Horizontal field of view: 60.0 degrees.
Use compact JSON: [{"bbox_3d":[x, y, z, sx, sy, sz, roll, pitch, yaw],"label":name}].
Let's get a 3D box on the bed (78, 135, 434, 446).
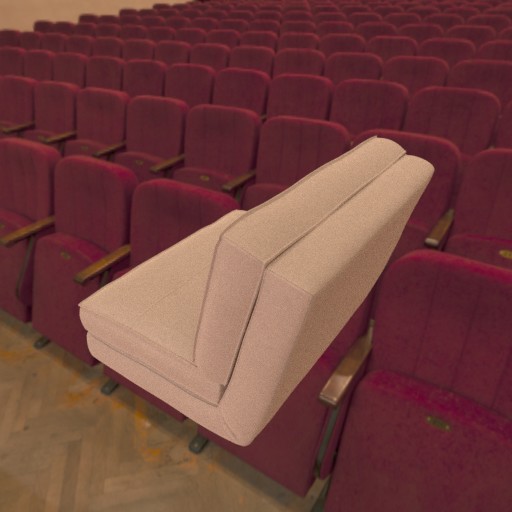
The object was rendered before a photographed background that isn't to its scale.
[{"bbox_3d":[0.000,0.000,1.317,0.749,0.614,0.799,19,36,29],"label":"bed"}]
